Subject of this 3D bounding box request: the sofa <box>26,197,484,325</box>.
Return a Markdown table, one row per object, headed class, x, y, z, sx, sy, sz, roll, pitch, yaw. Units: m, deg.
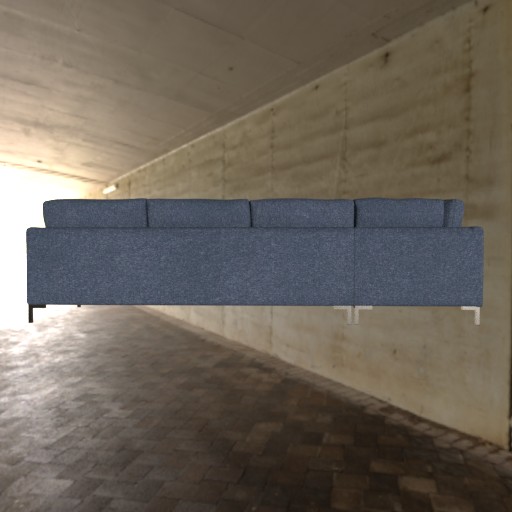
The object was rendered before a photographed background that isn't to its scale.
| class | x | y | z | sx | sy | sz | roll | pitch | yaw |
| --- | --- | --- | --- | --- | --- | --- | --- | --- | --- |
| sofa | 0.000 | 0.000 | 3.781 | 2.949 | 0.815 | 2.007 | 0 | 2 | 1 |
